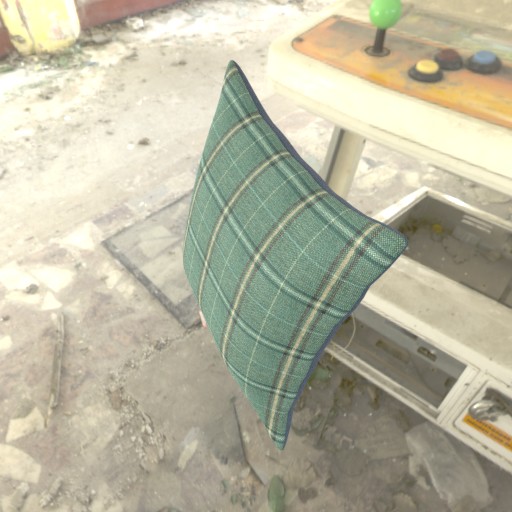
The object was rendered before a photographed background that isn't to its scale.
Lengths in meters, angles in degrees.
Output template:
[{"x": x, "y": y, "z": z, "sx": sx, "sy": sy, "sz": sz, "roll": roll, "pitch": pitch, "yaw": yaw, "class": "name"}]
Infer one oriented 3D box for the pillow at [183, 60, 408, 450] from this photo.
[{"x": 0.000, "y": 0.000, "z": 0.704, "sx": 0.200, "sy": 0.430, "sz": 0.453, "roll": -18, "pitch": 49, "yaw": -16, "class": "pillow"}]
